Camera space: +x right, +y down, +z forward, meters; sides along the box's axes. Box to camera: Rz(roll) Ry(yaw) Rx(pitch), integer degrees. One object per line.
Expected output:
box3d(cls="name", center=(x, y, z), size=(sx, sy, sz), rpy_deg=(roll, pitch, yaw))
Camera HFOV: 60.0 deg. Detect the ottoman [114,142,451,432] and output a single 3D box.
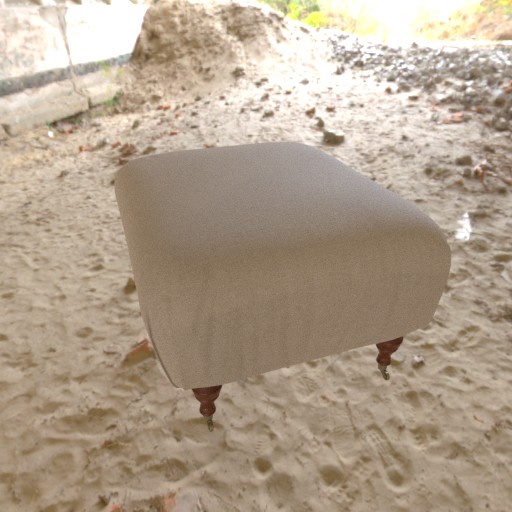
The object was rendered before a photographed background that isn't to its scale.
box3d(cls="ottoman", center=(0.000, 0.000, 1.132), size=(0.622, 0.450, 0.746), rpy_deg=(-10, 32, -17))
